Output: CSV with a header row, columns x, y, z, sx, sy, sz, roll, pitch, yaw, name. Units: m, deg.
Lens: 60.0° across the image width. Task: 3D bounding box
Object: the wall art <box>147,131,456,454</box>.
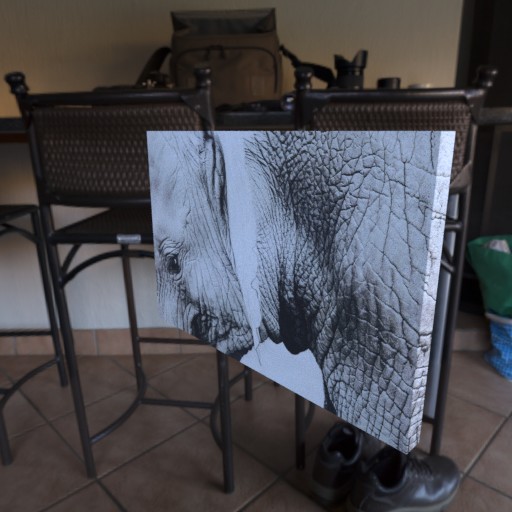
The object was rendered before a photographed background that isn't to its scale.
x,y,z,sx,sy,sz,roll,pitch,yaw,name
0.000,0.000,0.751,0.035,0.407,0.613,-14,21,-41,wall art
